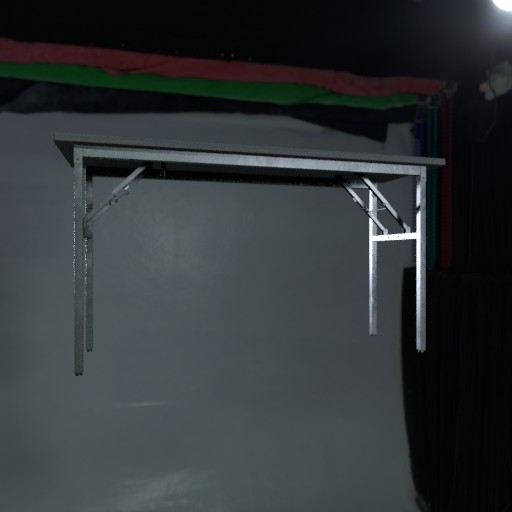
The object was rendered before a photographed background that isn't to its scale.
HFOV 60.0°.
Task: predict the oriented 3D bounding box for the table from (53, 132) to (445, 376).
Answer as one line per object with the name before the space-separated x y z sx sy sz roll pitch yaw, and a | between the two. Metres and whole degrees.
table | 0.000 0.000 1.739 1.399 0.750 0.449 0 0 -16
